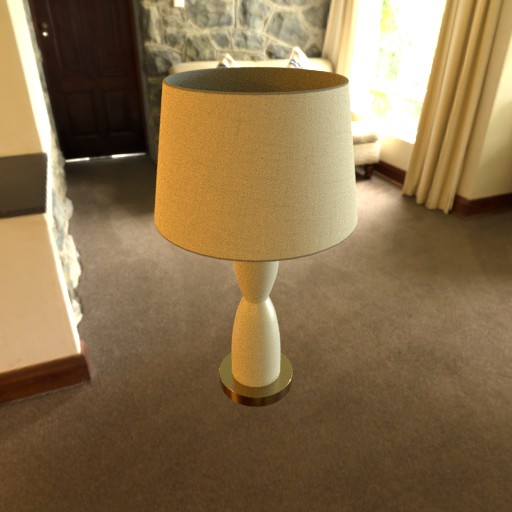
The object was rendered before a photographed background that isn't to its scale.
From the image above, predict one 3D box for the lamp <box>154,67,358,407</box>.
[{"bbox_3d":[0.000,0.000,0.724,0.309,0.545,0.309,0,29,0],"label":"lamp"}]
